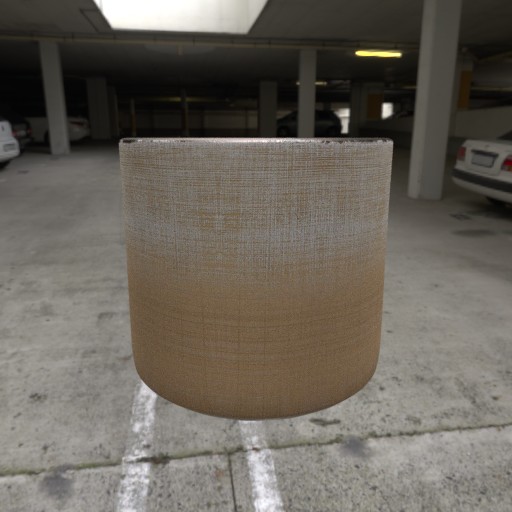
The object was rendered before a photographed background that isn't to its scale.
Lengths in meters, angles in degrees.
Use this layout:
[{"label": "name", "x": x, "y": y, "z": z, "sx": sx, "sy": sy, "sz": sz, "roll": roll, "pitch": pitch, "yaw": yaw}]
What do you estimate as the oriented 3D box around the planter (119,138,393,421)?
[{"label": "planter", "x": 0.000, "y": 0.000, "z": 0.390, "sx": 0.221, "sy": 0.201, "sz": 0.221, "roll": 0, "pitch": 15, "yaw": 0}]
